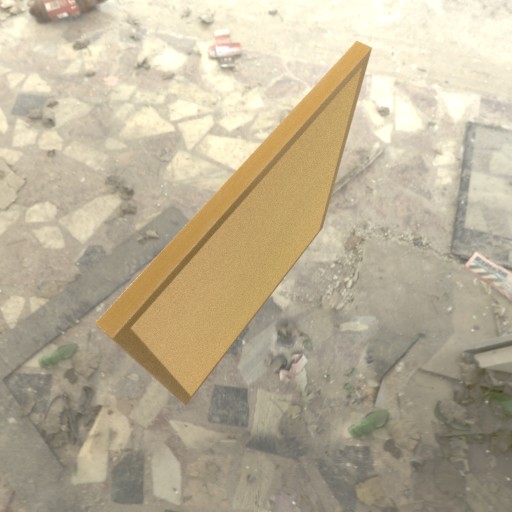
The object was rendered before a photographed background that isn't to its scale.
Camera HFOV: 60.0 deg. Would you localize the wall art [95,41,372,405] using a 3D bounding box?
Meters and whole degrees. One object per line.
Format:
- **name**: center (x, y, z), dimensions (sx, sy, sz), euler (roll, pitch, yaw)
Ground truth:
- **wall art**: center (0.000, 0.000, 1.132), dimensions (0.037, 0.760, 0.762), euler (34, 69, 15)
